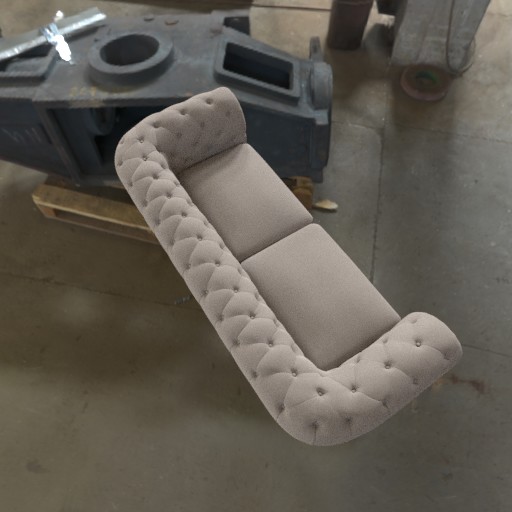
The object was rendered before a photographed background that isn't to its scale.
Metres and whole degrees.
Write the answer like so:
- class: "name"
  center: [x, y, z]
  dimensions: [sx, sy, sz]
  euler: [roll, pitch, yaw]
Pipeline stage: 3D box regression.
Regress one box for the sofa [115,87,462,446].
- class: "sofa"
  center: [0.000, 0.000, 2.823]
  dimensions: [0.991, 0.749, 2.411]
  euler: [-29, 64, -16]
